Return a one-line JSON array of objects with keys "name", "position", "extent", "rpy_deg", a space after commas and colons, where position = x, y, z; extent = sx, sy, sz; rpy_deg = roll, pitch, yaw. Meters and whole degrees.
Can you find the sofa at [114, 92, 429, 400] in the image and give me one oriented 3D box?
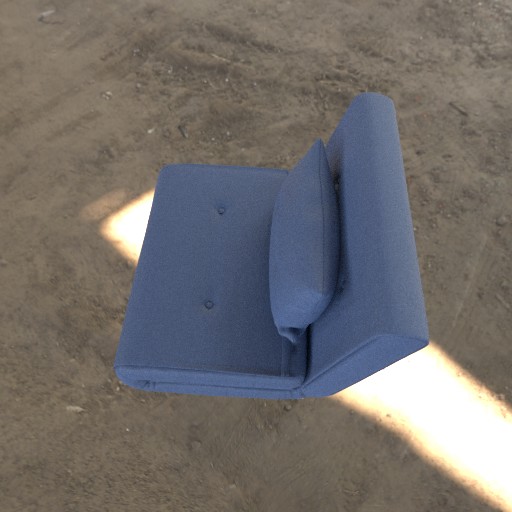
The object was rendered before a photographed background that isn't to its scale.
[{"name": "sofa", "position": [0.000, 0.000, 1.774], "extent": [0.996, 0.860, 0.999], "rpy_deg": [3, 58, 2]}]
